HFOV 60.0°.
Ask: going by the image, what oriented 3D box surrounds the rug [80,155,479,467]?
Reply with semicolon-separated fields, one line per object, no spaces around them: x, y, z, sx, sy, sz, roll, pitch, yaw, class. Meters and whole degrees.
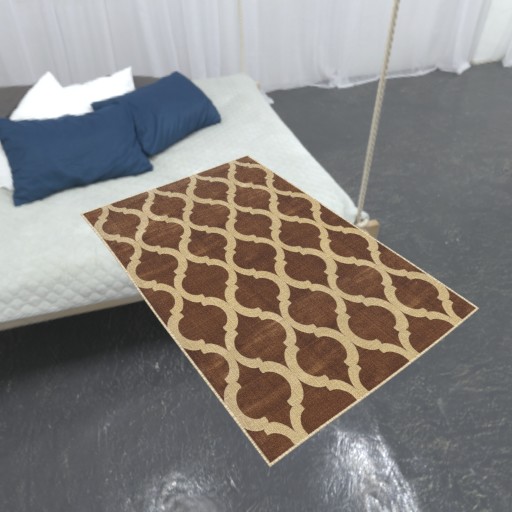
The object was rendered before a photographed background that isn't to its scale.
0.000;0.000;2.889;1.522;0.008;2.284;-26;47;-27;rug
